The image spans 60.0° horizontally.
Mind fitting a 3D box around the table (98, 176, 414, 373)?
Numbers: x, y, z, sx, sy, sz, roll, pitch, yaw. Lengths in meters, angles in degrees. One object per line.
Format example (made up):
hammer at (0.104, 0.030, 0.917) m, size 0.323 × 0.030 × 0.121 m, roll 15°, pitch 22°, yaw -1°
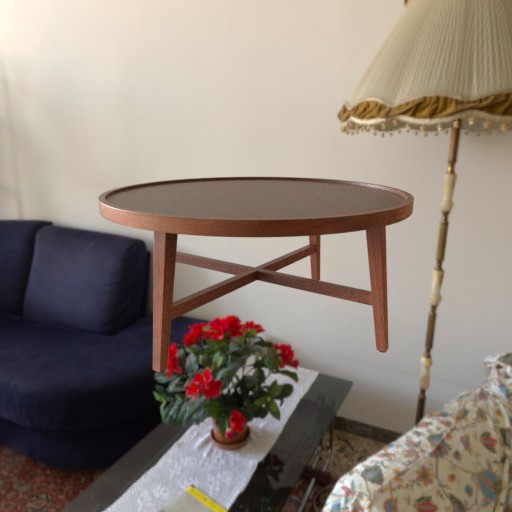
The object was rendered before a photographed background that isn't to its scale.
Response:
table at (0.000, 0.000, 1.235) m, size 0.800 × 0.360 × 0.800 m, roll 0°, pitch 16°, yaw 0°
